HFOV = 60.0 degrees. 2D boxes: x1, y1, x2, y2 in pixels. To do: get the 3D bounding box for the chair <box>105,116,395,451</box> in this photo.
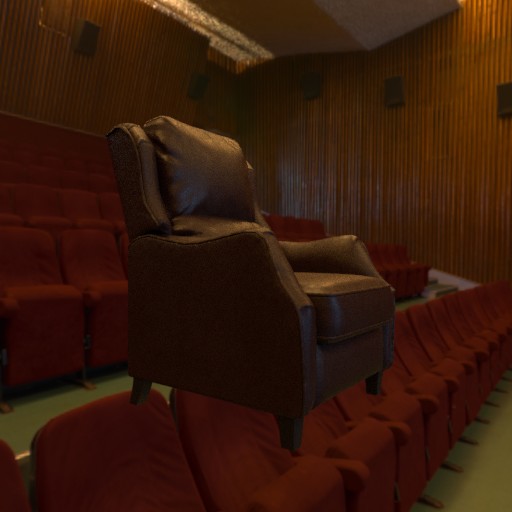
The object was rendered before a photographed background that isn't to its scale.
[{"bbox_3d":[0.000,0.000,1.784,0.982,1.132,0.770,0,0,37],"label":"chair"}]
